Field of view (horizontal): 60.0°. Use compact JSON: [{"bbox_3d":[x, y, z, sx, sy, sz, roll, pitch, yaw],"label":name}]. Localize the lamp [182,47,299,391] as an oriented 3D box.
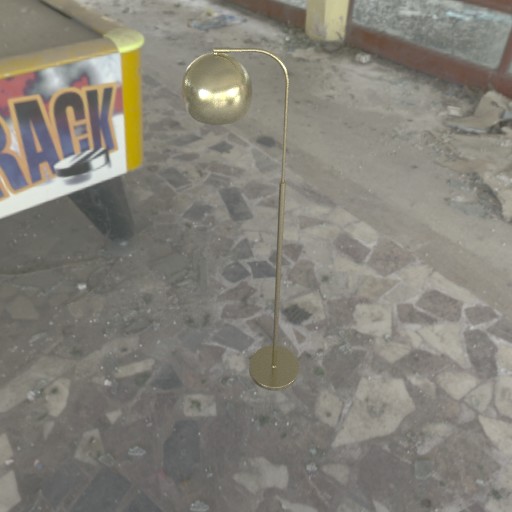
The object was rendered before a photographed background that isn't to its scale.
[{"bbox_3d":[0.000,0.000,1.719,0.431,1.526,0.250,0,42,0],"label":"lamp"}]
